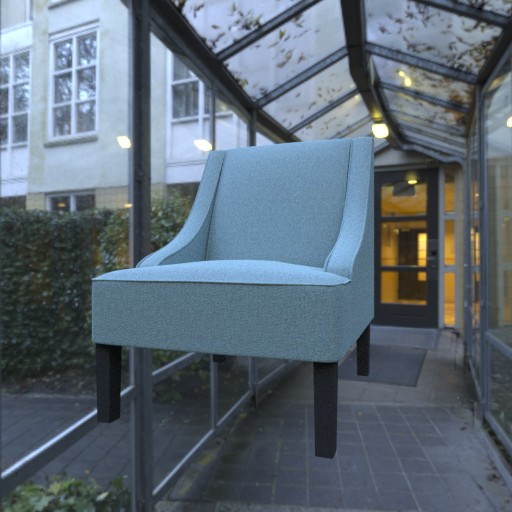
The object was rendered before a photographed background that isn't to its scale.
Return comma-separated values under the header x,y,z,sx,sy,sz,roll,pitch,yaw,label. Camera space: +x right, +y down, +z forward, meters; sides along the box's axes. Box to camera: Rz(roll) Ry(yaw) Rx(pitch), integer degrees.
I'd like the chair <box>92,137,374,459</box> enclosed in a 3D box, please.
x,y,z,sx,sy,sz,roll,pitch,yaw,label
0.000,0.000,1.821,0.857,1.133,1.025,0,0,20,chair
